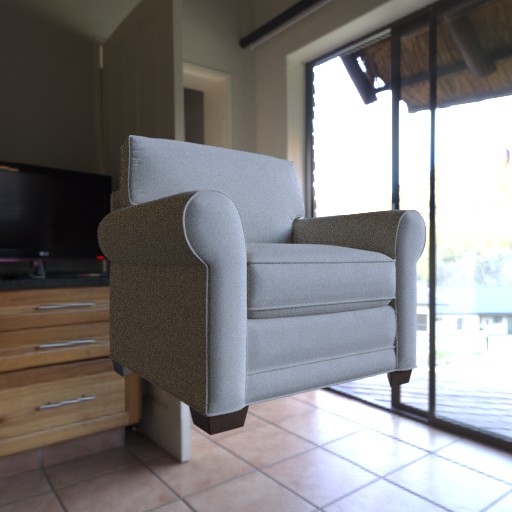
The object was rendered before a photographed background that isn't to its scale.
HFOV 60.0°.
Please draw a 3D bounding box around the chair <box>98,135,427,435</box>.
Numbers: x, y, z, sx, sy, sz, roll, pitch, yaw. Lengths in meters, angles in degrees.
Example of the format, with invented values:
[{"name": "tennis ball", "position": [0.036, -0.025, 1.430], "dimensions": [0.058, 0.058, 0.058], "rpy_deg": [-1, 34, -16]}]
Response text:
[{"name": "chair", "position": [0.000, 0.000, 1.743], "dimensions": [1.040, 0.955, 0.863], "rpy_deg": [0, 0, -35]}]
